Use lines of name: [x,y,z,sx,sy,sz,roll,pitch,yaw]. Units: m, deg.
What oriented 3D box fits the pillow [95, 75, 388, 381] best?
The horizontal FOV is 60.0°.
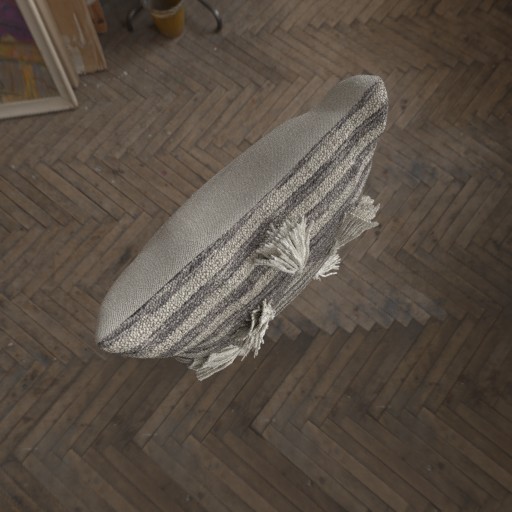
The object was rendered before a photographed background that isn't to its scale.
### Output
pillow: [0.000,0.000,0.759,0.234,0.490,0.484,44,80,10]
